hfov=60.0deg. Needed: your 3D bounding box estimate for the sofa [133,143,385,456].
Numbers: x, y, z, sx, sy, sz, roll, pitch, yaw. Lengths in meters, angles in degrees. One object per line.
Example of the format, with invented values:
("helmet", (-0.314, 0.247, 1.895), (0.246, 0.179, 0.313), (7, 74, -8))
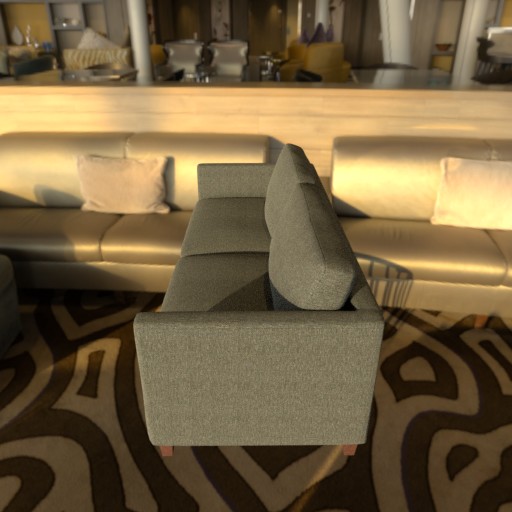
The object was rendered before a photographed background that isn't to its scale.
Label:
("sofa", (0.000, 0.000, 2.685), (0.948, 0.965, 2.208), (0, 27, 0))
